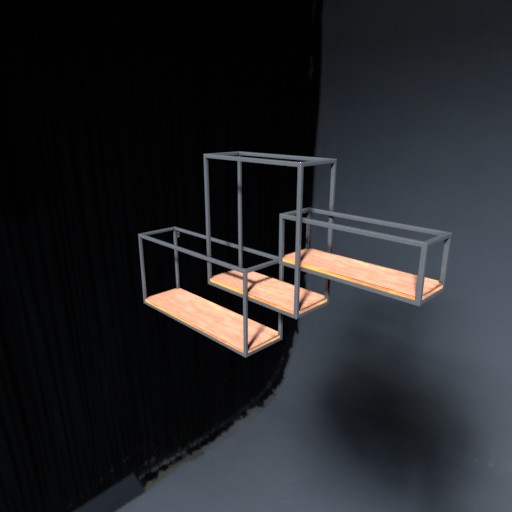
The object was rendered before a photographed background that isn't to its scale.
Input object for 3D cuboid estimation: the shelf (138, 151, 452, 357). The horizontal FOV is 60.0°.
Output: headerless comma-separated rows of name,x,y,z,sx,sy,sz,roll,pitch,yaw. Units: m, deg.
shelf,0.000,0.000,2.189,0.275,0.972,1.781,-16,24,-42
